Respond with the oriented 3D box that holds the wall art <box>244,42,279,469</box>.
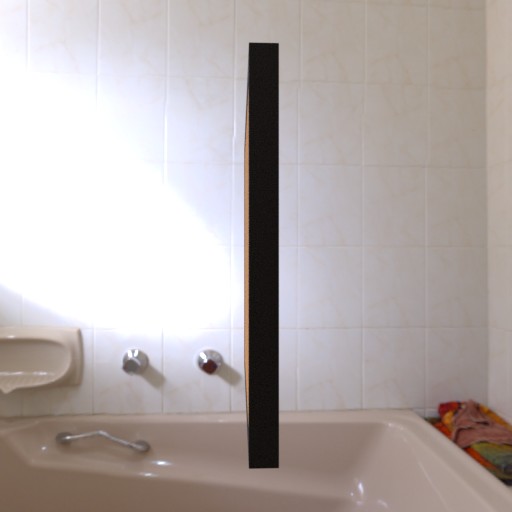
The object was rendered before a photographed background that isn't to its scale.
[{"bbox_3d":[0.000,0.000,0.777,0.036,0.503,0.506,0,0,-2],"label":"wall art"}]
